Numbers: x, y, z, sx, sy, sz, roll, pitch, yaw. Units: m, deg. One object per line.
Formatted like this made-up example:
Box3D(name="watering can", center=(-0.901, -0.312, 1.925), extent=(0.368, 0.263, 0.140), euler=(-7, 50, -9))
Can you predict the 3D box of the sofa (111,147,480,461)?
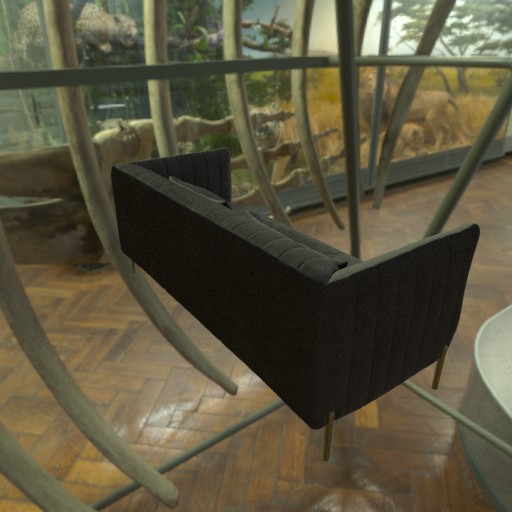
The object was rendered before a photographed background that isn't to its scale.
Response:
Box3D(name="sofa", center=(0.000, 0.000, 2.406), extent=(0.876, 0.780, 1.980), euler=(-17, 30, -32))
